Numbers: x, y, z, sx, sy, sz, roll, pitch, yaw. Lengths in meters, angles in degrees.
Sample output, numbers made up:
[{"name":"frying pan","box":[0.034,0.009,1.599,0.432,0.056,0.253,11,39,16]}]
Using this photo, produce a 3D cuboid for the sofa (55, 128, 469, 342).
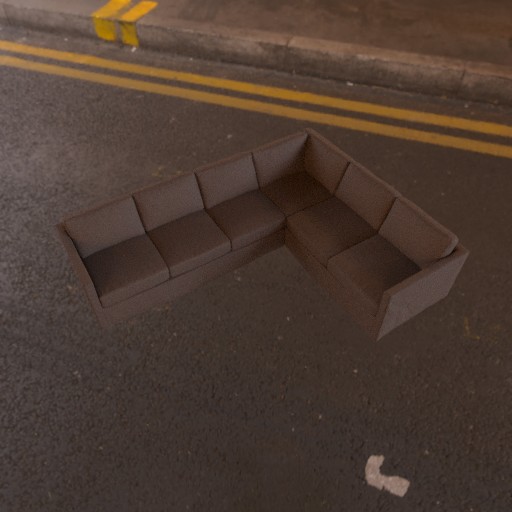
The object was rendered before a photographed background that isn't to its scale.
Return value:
[{"name":"sofa","box":[0.000,0.000,4.405,3.182,0.871,2.432,-25,52,-21]}]
